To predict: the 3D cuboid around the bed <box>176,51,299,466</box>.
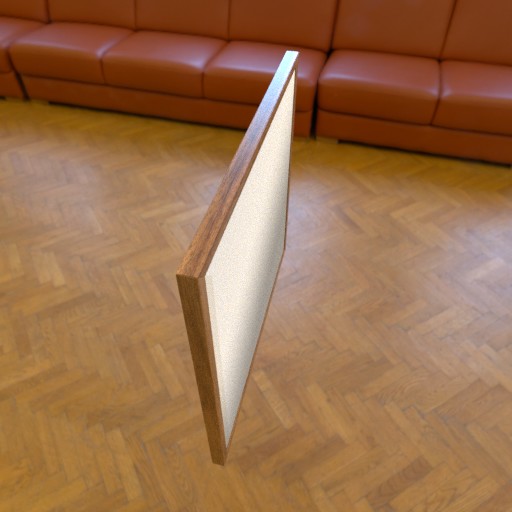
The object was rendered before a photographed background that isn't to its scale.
[{"bbox_3d":[0.000,0.000,1.479,0.043,0.940,1.041,10,47,10],"label":"bed"}]
